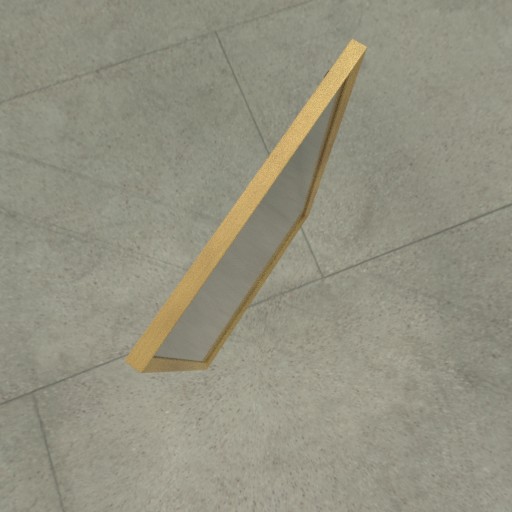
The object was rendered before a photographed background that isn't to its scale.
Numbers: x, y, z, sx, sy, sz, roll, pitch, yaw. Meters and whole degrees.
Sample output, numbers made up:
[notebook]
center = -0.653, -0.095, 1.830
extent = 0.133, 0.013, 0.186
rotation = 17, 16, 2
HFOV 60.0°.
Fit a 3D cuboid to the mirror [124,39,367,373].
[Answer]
[mirror]
center = 0.000, 0.000, 1.313
extent = 0.041, 1.016, 0.762
rotation = 32, 78, 8
